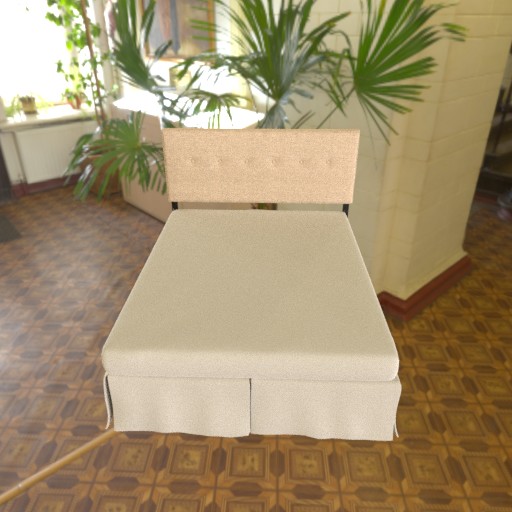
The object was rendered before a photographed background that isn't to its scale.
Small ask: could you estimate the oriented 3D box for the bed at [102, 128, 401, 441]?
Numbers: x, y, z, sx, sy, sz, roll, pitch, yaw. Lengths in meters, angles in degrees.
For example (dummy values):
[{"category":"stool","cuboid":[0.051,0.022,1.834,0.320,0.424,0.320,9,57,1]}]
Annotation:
[{"category":"bed","cuboid":[0.000,0.000,3.000,1.643,1.270,1.978,1,28,2]}]
